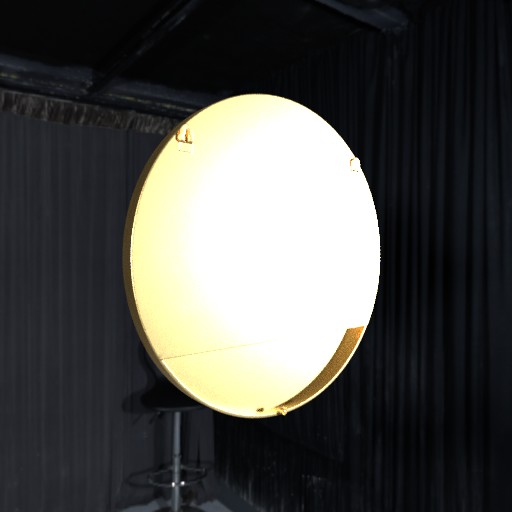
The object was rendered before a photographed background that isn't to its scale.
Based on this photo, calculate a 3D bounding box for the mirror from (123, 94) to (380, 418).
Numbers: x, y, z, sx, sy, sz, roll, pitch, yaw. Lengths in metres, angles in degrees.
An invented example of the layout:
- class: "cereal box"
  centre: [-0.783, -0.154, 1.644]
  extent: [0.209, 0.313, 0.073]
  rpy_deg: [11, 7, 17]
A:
- class: "mirror"
  centre: [0.000, 0.000, 0.689]
  extent: [0.457, 0.457, 0.133]
  rpy_deg: [-1, 1, -38]
